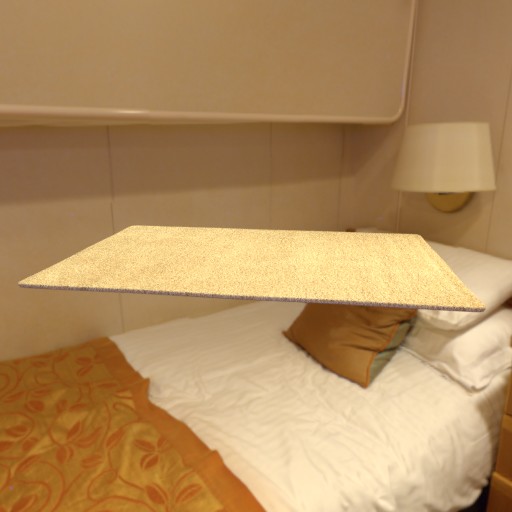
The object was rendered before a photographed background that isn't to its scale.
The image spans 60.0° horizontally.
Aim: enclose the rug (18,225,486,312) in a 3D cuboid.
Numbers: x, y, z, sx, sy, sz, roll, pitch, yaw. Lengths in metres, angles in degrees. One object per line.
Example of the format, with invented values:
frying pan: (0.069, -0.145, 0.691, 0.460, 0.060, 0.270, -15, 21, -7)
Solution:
rug: (0.000, 0.000, 2.893, 2.349, 0.025, 1.500, 2, 16, 8)
